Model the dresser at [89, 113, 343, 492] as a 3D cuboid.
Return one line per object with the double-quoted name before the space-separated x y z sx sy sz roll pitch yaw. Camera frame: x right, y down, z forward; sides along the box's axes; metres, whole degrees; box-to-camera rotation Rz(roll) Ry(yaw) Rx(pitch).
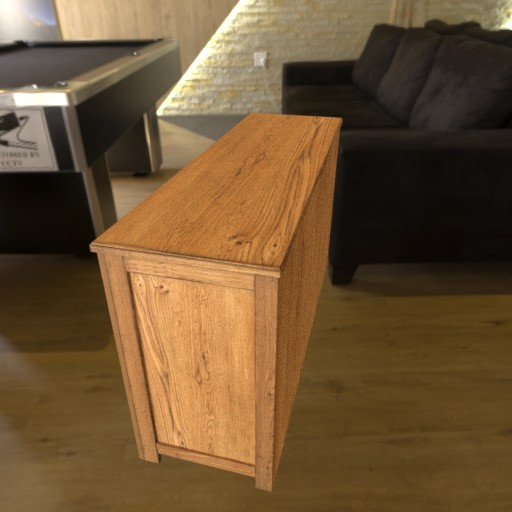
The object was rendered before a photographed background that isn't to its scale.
"dresser" 0.000 0.000 2.069 0.563 0.932 1.657 8 31 13
